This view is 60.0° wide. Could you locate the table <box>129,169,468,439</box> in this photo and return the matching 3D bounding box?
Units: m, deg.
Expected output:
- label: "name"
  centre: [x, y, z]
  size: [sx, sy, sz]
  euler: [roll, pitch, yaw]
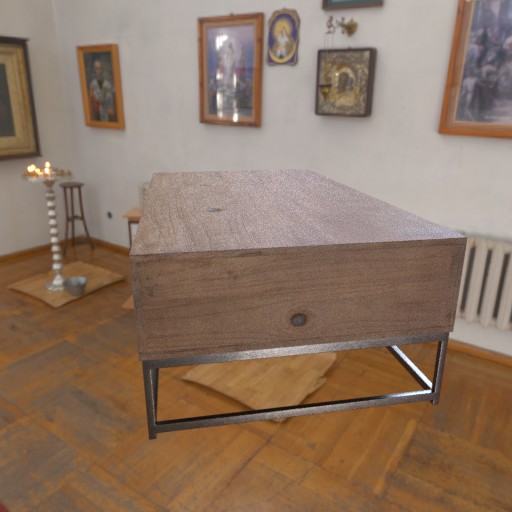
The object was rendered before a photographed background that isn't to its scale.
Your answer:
- label: "table"
  centre: [0.000, 0.000, 1.398]
  size: [0.655, 0.395, 1.101]
  euler: [-3, 18, -10]
